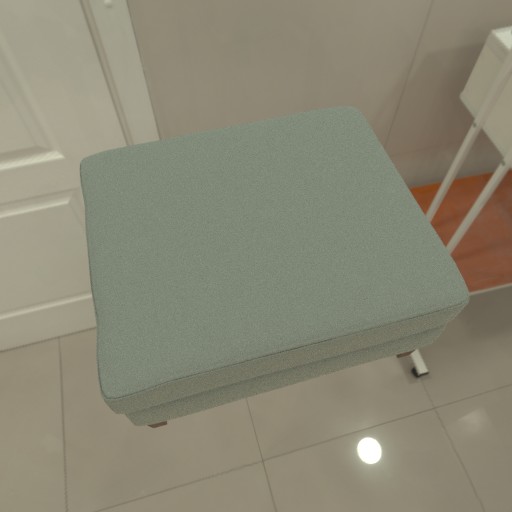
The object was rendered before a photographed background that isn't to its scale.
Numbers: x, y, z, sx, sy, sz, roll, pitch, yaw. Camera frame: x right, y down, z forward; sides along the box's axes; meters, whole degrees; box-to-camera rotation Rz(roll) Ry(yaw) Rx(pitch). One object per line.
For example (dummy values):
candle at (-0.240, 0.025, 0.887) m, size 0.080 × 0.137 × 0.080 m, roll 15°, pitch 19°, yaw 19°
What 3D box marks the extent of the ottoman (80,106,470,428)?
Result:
ottoman at (0.000, 0.000, 1.470) m, size 0.991 × 0.494 × 0.842 m, roll -13°, pitch 58°, yaw -8°
